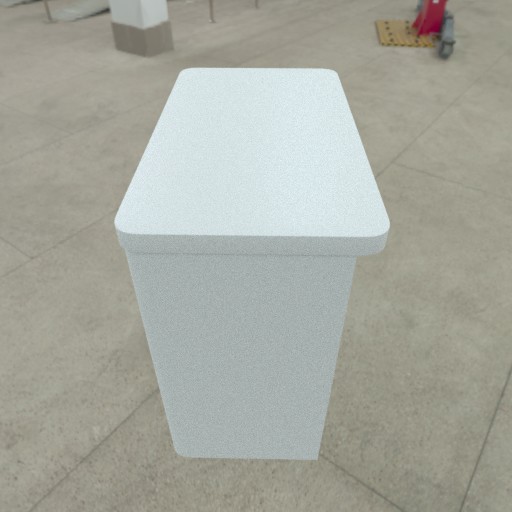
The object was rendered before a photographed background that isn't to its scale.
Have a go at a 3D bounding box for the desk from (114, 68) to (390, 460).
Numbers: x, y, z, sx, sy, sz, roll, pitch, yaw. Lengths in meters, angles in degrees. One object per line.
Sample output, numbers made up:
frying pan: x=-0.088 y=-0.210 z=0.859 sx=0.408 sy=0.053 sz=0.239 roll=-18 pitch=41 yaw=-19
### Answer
desk: x=0.000 y=0.000 z=1.234 sx=0.446 sy=0.760 sz=0.790 roll=1 pitch=41 yaw=1
